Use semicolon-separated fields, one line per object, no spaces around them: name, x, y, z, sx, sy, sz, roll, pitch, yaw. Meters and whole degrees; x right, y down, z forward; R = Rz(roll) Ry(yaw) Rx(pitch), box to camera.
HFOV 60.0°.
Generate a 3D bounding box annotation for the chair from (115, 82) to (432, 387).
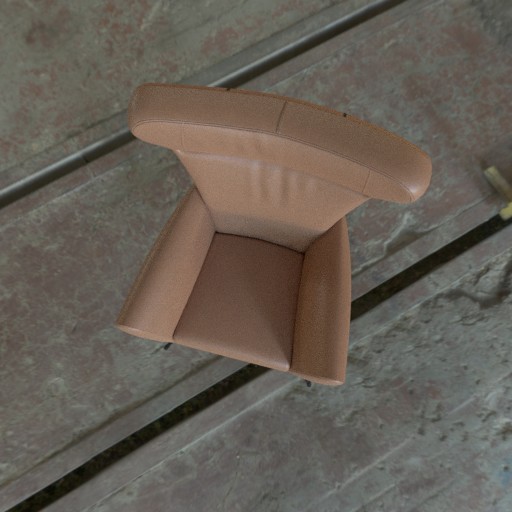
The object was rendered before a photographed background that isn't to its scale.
chair;0.000;0.000;1.778;0.980;1.050;0.900;14;76;3
